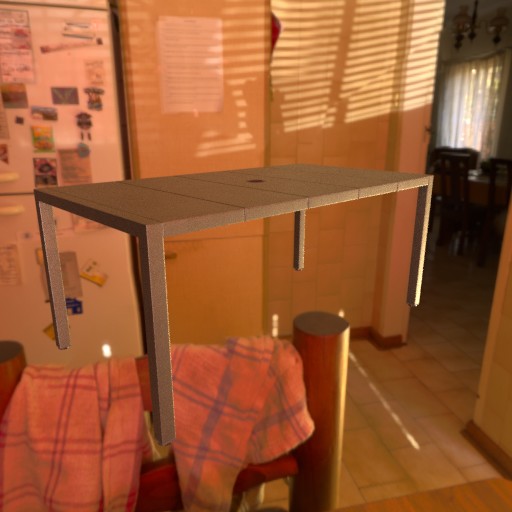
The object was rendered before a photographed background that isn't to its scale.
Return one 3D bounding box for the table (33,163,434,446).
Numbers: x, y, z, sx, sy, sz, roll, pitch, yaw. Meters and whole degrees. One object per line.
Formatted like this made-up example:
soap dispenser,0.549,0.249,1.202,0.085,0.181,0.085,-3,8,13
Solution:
table,0.000,0.000,2.177,1.680,0.735,0.914,-15,23,-41
